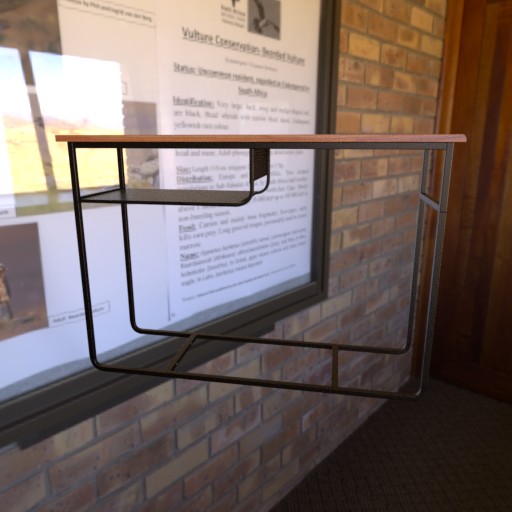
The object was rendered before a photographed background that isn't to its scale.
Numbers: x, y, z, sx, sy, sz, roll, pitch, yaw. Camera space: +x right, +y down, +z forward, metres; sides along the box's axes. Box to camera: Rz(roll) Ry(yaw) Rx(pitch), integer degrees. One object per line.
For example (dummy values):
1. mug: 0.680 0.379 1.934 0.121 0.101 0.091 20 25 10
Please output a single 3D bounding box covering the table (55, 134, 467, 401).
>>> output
1. table: 0.000 0.000 1.427 1.100 0.750 0.350 3 15 10
